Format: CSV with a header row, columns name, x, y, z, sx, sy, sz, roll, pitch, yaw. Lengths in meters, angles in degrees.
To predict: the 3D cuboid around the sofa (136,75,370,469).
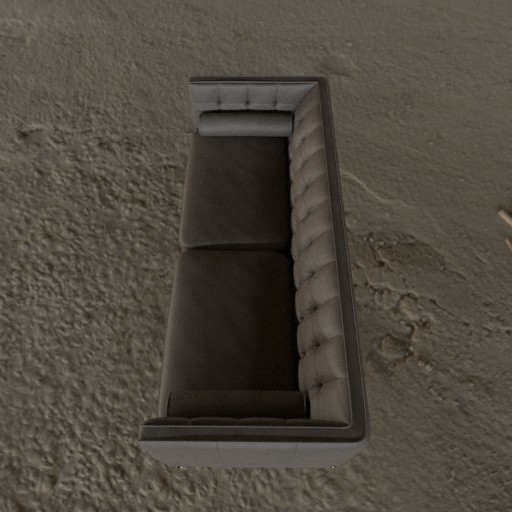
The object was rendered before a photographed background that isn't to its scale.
name,x,y,z,sx,sy,sz,roll,pitch,yaw
sofa,0.000,0.000,2.428,0.867,0.789,2.087,0,58,0
